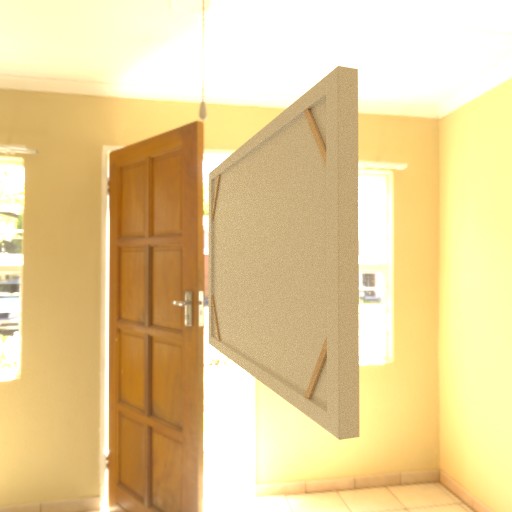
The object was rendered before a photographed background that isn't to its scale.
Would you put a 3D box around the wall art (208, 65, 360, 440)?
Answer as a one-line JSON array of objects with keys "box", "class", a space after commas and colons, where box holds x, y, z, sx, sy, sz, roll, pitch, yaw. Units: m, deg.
[{"box": [0.000, 0.000, 1.157, 0.038, 0.609, 0.914, 0, -1, -19], "class": "wall art"}]
